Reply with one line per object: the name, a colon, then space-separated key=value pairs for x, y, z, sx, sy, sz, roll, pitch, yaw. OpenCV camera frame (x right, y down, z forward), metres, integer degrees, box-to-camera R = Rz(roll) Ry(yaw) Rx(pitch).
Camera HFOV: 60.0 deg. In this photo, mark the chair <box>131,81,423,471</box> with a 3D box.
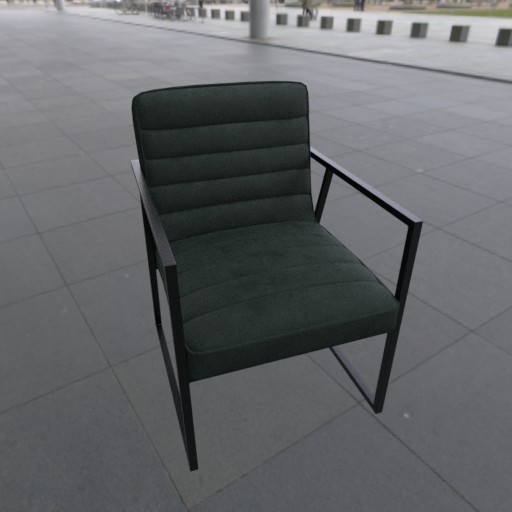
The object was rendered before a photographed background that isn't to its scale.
chair: x=0.000 y=0.000 z=1.248 sx=0.571 sy=0.833 sz=0.677 roll=-10 pitch=32 yaw=-16
